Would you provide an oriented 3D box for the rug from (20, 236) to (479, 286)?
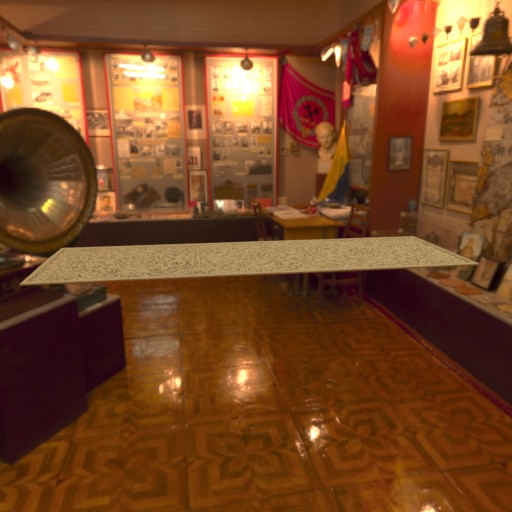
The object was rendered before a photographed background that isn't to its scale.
[{"bbox_3d":[0.000,0.000,2.691,2.448,0.012,0.769,-2,15,-8],"label":"rug"}]
